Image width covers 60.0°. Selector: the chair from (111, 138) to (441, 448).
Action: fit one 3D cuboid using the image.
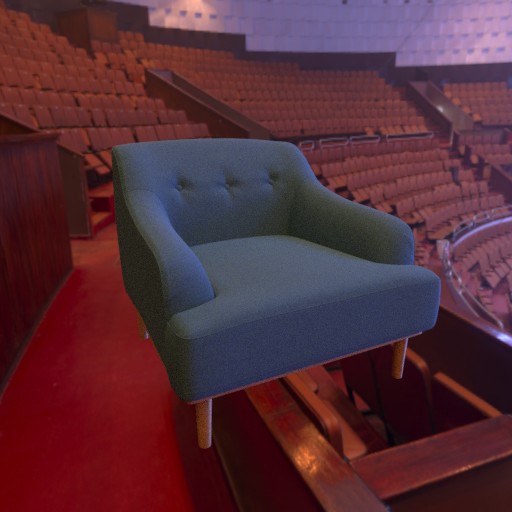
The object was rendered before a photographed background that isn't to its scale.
[{"bbox_3d":[0.000,0.000,1.649,0.946,0.818,0.951,-9,19,-27],"label":"chair"}]
